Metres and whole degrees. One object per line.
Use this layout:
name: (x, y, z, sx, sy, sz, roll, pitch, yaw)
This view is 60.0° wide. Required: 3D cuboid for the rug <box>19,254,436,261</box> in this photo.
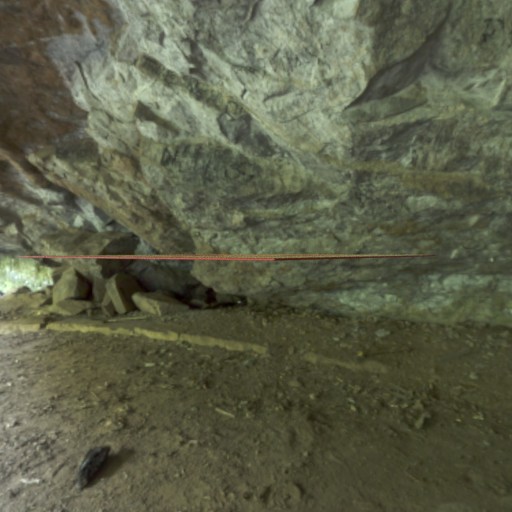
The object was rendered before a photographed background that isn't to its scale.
rug: (0.000, 0.000, 4.022, 2.387, 0.013, 3.053, 0, 1, 35)
